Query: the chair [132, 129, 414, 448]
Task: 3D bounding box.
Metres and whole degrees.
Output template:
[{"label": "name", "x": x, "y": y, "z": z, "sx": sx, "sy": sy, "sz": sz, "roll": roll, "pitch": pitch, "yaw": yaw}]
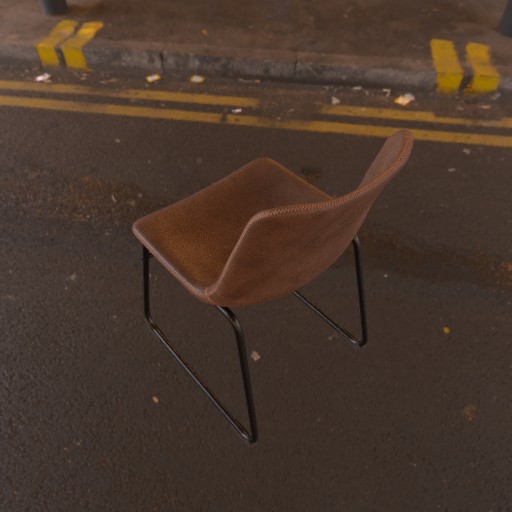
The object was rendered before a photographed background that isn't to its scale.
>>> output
[{"label": "chair", "x": 0.000, "y": 0.000, "z": 1.096, "sx": 0.460, "sy": 0.780, "sz": 0.551, "roll": -33, "pitch": 55, "yaw": -27}]
